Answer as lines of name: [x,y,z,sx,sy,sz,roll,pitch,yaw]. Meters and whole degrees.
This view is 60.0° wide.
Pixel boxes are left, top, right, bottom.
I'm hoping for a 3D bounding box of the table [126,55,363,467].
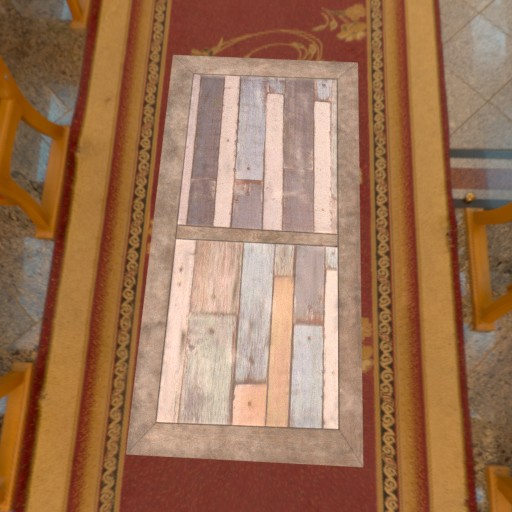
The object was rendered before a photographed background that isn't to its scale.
table: [0.000,0.000,1.523,0.610,0.470,1.219,3,75,1]
